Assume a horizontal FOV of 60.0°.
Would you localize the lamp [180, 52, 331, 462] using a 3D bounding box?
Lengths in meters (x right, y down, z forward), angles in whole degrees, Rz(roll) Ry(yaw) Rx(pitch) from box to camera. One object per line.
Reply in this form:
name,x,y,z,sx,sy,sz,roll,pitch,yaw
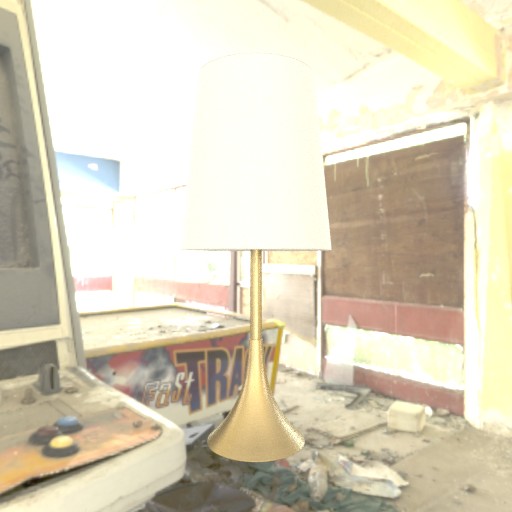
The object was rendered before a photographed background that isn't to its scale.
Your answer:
lamp,0.000,0.000,0.686,0.231,0.569,0.231,0,0,0
